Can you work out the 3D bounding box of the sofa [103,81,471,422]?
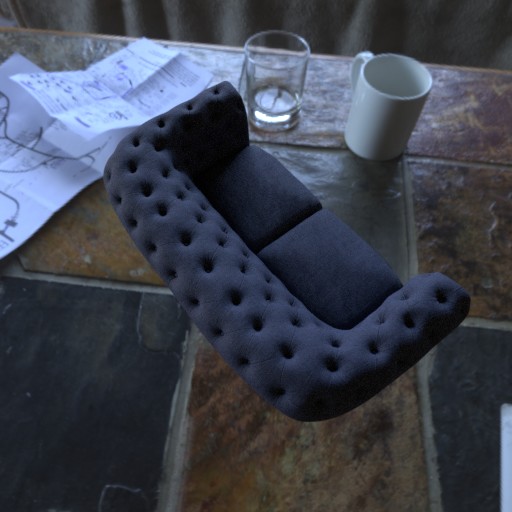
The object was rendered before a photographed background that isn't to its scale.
[{"bbox_3d":[0.000,0.000,2.542,1.082,0.833,1.988,-34,65,-18],"label":"sofa"}]
